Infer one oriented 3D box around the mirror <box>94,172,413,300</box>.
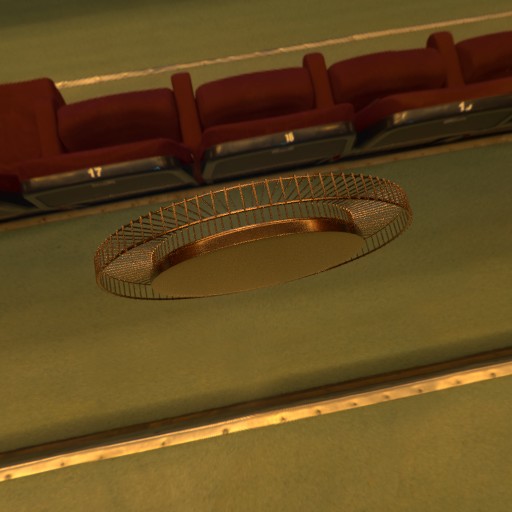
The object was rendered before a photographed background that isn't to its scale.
[{"bbox_3d":[0.000,0.000,1.027,0.703,0.703,0.067,-11,76,-3],"label":"mirror"}]
